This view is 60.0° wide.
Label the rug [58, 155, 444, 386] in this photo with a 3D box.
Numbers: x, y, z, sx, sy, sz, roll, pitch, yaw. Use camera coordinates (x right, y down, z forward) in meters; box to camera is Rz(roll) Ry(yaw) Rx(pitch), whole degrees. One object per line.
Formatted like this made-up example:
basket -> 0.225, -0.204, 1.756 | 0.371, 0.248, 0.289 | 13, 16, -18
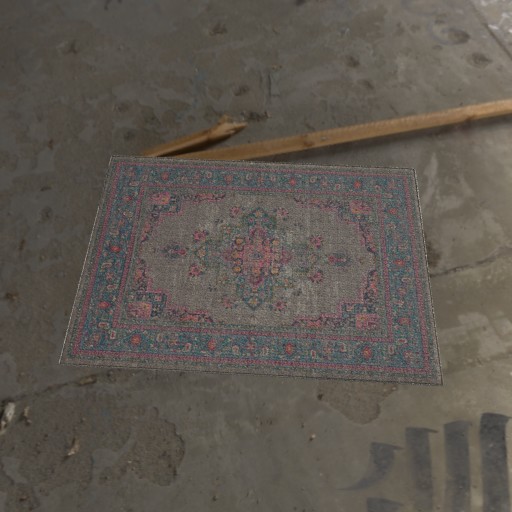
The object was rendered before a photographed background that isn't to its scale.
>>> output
rug -> 0.000, 0.000, 3.759 | 2.890, 0.013, 2.005 | 3, 63, 1
